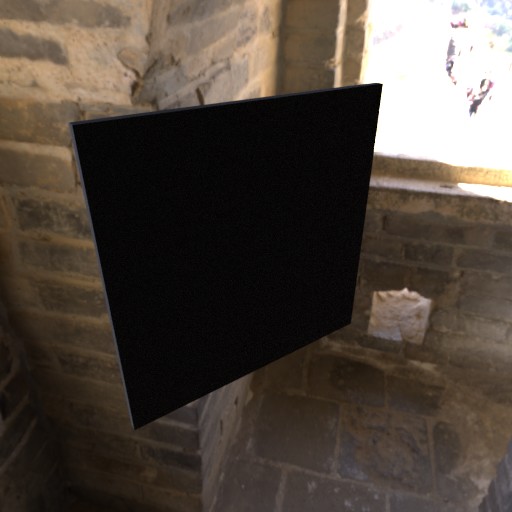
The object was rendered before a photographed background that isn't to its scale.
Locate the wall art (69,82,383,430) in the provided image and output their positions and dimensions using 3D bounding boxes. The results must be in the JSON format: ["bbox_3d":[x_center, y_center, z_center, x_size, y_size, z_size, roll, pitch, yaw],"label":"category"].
[{"bbox_3d":[0.000,0.000,0.676,0.456,0.458,0.013,-19,35,-29],"label":"wall art"}]
